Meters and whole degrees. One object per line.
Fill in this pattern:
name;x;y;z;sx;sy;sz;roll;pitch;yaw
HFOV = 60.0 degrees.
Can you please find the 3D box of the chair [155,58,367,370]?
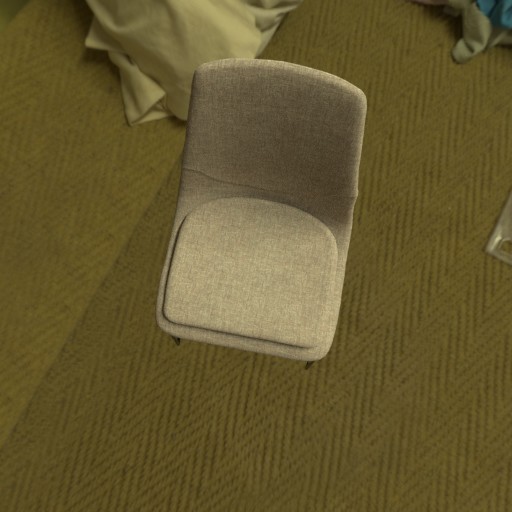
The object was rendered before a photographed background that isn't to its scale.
chair;0.000;0.000;1.131;0.479;0.858;0.518;10;77;2
